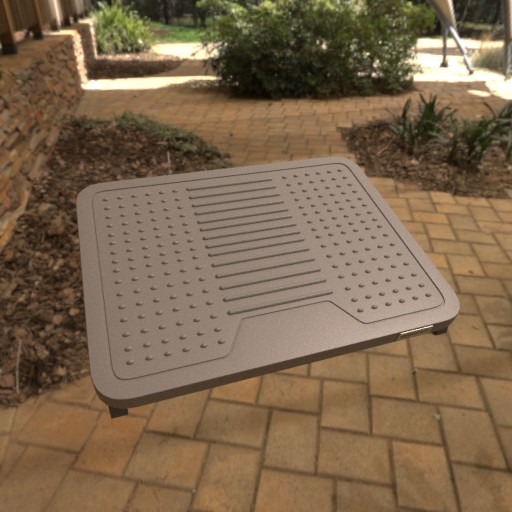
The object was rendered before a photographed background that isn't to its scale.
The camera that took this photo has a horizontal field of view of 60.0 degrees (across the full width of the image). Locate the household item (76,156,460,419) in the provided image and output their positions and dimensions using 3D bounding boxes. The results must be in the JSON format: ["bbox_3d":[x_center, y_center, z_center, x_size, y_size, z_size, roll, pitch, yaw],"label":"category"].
[{"bbox_3d":[0.000,0.000,0.532,0.390,0.126,0.301,-10,32,-16],"label":"household item"}]
